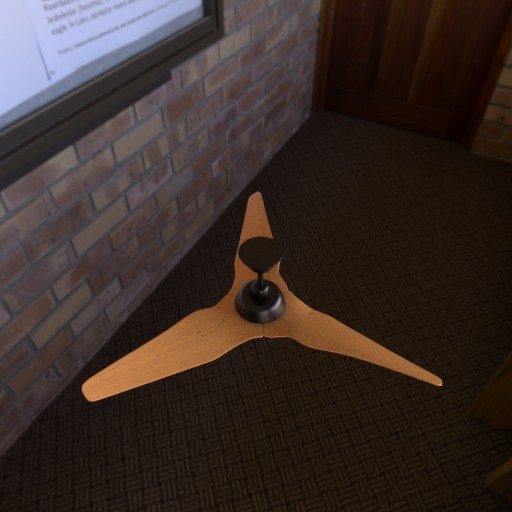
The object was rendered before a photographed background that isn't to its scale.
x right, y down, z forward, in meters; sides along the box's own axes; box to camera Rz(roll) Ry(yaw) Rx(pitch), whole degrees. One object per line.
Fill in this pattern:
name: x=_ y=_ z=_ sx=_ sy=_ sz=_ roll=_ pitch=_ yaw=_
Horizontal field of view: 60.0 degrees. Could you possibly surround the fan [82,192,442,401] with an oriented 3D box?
fan: x=0.000 y=0.000 z=1.651 sx=1.142 sy=0.355 sz=1.010 roll=-2 pitch=46 yaw=-2
